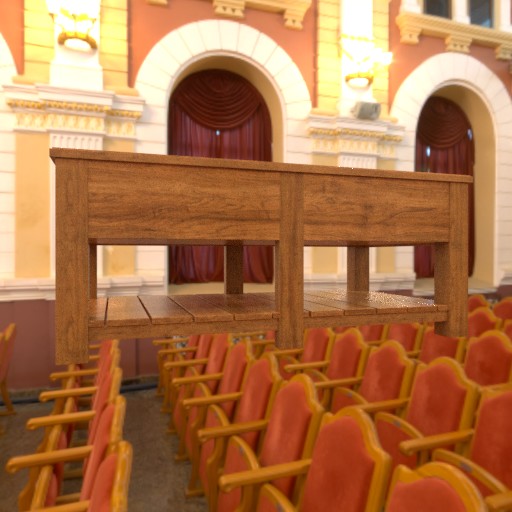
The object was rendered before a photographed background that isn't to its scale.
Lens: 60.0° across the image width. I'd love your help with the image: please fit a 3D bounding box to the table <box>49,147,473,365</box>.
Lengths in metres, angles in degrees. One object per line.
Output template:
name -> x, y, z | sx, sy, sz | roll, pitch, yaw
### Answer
table -> 0.000, 0.000, 1.444 | 1.150, 0.480, 0.635 | 0, 0, -18
